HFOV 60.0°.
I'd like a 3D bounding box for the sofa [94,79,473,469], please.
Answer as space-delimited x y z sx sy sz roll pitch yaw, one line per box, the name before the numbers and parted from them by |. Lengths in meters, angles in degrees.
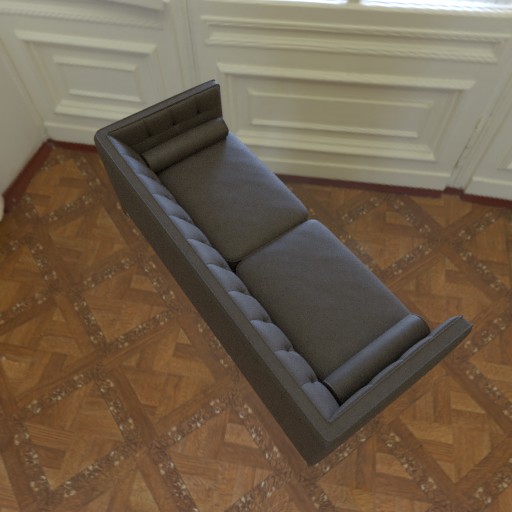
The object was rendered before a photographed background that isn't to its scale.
sofa | 0.000 0.000 2.534 0.867 0.789 2.087 -32 63 -18
